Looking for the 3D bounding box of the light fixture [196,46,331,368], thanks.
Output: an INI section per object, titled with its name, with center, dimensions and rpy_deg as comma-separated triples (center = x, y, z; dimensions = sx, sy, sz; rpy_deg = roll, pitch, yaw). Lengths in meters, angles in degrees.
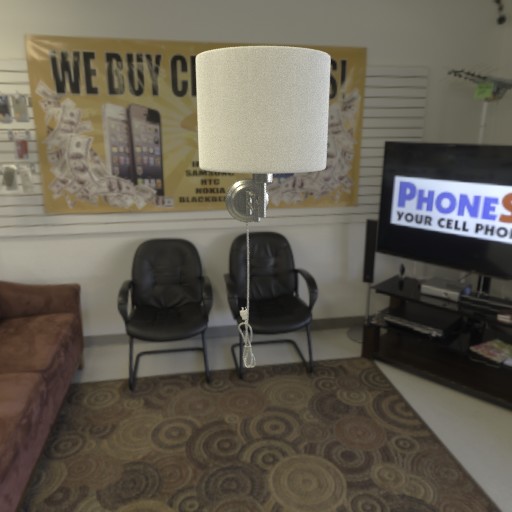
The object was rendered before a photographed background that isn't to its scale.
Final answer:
[light fixture]
center = 0.000, 0.000, 1.061
dimensions = 0.253, 0.842, 0.479
rpy_deg = -2, 16, -7
